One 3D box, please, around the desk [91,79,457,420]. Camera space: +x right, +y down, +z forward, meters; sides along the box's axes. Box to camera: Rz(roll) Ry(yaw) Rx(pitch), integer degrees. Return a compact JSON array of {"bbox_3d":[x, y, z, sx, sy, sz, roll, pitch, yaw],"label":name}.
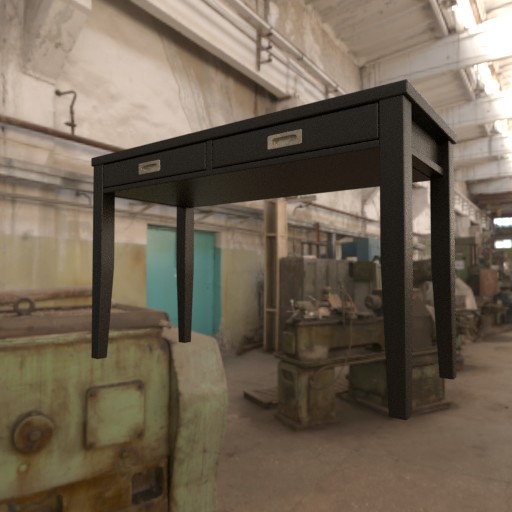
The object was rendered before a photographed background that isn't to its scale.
[{"bbox_3d":[0.000,0.000,1.560,1.220,0.775,0.508,-1,-2,36],"label":"desk"}]
